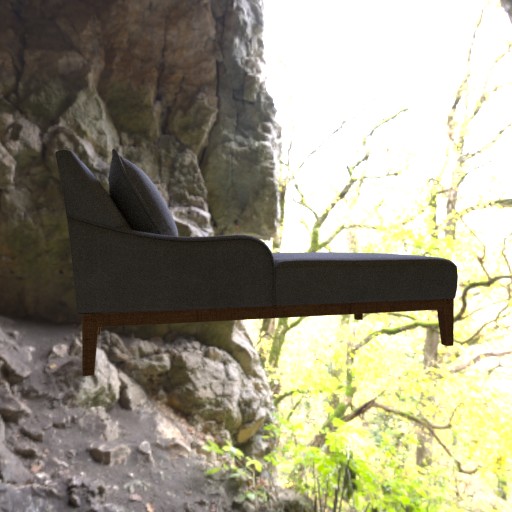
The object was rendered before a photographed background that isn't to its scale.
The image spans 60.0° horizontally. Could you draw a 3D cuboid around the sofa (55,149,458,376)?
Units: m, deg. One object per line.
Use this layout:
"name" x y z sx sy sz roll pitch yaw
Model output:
"sofa" 0.000 0.000 2.266 1.779 0.859 0.894 0 1 -18
